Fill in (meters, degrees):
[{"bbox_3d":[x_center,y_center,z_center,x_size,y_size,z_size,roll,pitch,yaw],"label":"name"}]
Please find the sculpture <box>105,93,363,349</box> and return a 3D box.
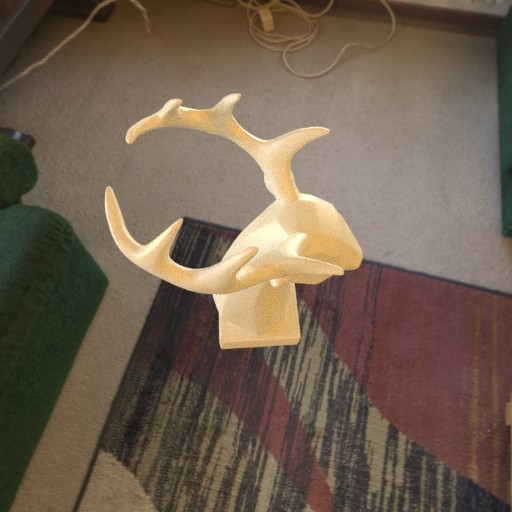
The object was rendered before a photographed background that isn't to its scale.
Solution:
[{"bbox_3d":[0.000,0.000,0.464,0.224,0.329,0.174,-3,63,-2],"label":"sculpture"}]
